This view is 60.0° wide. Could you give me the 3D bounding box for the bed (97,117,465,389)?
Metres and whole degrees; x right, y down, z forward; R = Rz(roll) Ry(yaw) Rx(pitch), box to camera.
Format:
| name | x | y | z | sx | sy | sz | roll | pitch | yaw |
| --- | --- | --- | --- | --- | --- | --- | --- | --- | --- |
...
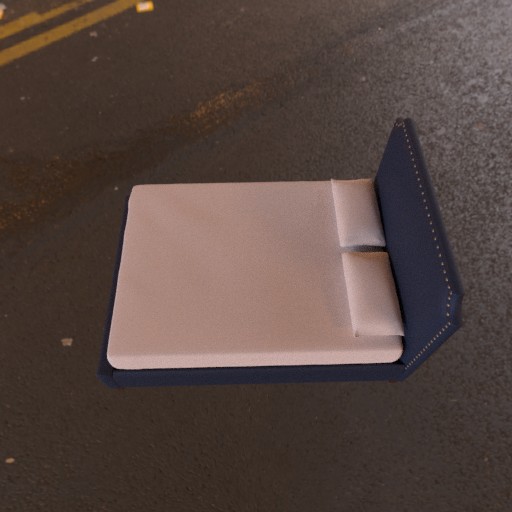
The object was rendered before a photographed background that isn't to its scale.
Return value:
| name | x | y | z | sx | sy | sz | roll | pitch | yaw |
| --- | --- | --- | --- | --- | --- | --- | --- | --- | --- |
| bed | 0.000 | 0.000 | 3.440 | 2.372 | 1.443 | 1.712 | -1 | 59 | -1 |
